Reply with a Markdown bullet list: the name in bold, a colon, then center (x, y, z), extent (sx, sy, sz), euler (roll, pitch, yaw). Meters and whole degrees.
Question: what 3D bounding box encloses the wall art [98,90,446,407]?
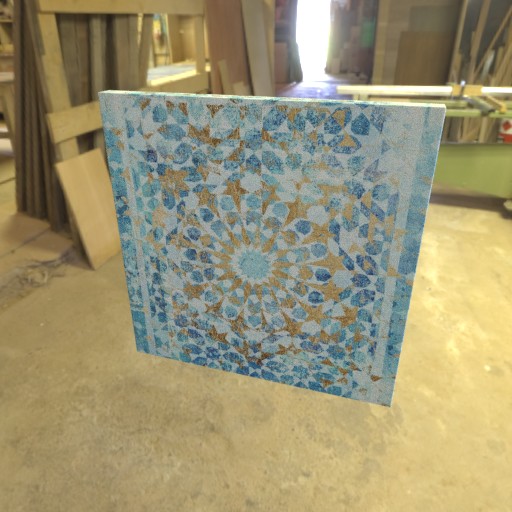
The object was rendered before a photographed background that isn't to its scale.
- **wall art**: center (0.000, 0.000, 0.898), extent (0.609, 0.609, 0.040), euler (8, 28, 16)
